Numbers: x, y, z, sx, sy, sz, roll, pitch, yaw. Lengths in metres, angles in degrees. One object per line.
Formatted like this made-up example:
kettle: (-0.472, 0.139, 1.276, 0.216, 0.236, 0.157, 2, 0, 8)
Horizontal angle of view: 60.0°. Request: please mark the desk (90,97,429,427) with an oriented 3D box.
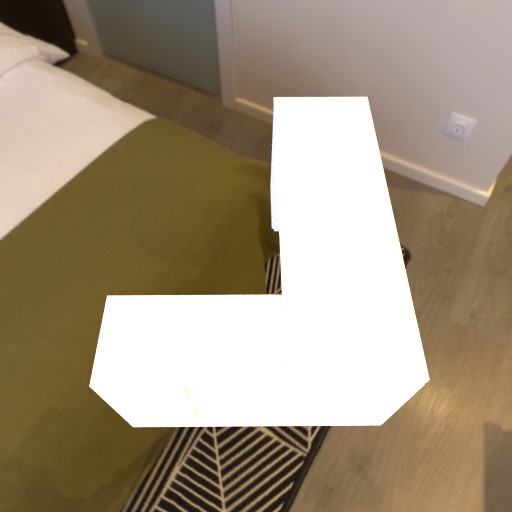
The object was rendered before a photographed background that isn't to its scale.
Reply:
desk: (0.000, 0.000, 2.274, 1.199, 0.759, 1.524, 0, 57, 0)
